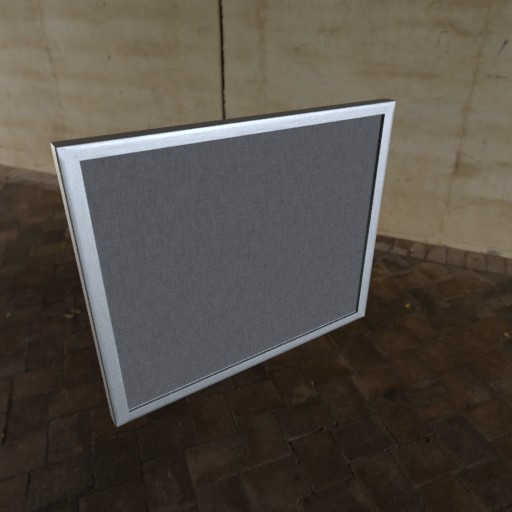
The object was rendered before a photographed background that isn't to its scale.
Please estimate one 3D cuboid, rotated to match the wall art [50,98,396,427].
[{"bbox_3d":[0.000,0.000,0.749,0.556,0.457,0.028,-17,33,-28],"label":"wall art"}]
